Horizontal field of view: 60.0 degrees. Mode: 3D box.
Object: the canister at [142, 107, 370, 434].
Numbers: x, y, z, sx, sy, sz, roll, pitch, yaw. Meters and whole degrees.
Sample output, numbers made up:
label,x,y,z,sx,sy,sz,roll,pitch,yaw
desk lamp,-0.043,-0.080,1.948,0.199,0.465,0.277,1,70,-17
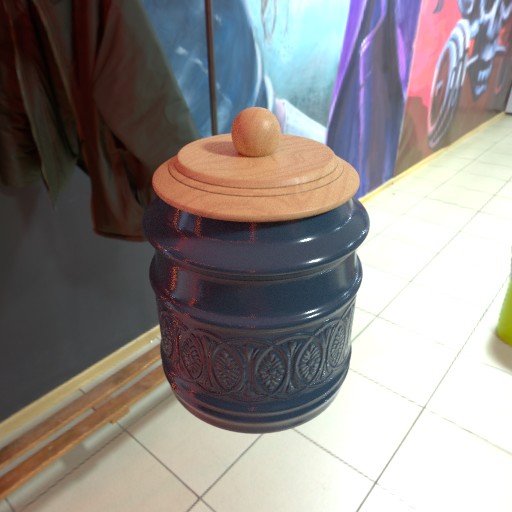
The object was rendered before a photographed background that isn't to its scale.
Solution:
label,x,y,z,sx,sy,sz,roll,pitch,yaw
canister,0.000,0.000,0.273,0.130,0.176,0.130,0,30,0
